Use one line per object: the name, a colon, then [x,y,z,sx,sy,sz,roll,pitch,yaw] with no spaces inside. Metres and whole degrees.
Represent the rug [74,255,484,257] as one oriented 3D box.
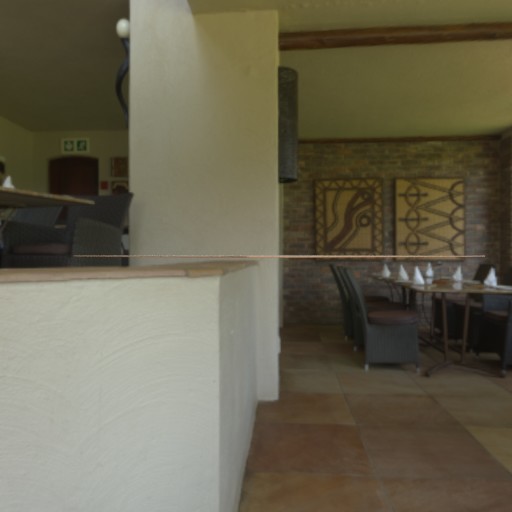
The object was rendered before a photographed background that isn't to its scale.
rug: [0.000,0.000,4.113,2.436,0.011,3.045,0,0,-37]
